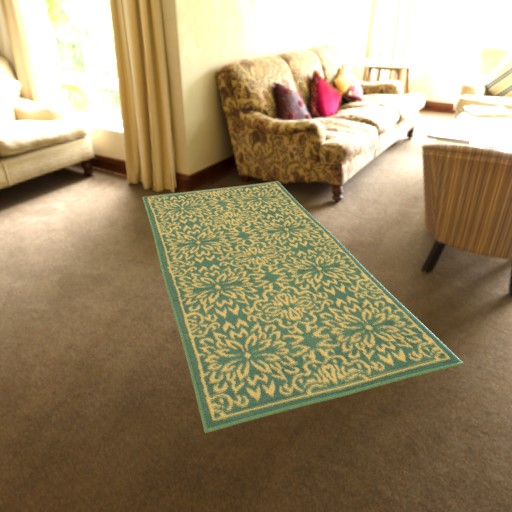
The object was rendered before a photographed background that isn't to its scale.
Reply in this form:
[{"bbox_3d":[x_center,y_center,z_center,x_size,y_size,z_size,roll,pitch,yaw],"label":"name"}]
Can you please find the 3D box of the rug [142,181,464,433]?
[{"bbox_3d":[0.000,0.000,1.433,0.604,0.007,1.219,-9,32,-15],"label":"rug"}]
